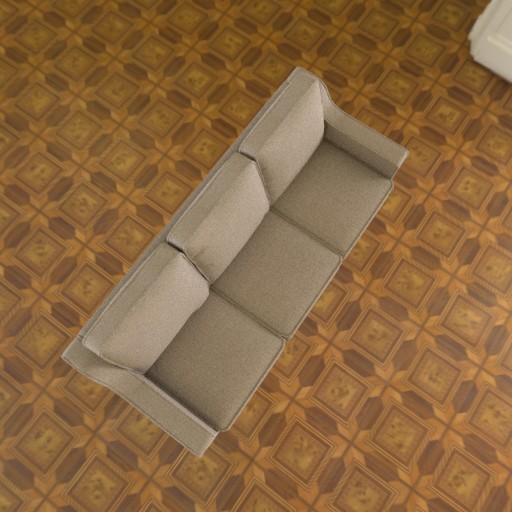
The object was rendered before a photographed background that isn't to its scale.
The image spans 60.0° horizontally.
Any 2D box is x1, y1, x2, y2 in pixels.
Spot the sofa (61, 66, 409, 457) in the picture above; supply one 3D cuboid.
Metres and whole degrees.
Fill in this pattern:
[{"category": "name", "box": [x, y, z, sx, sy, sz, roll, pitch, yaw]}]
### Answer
[{"category": "sofa", "box": [0.000, 0.000, 2.662, 0.899, 0.950, 2.129, 34, 76, 10]}]
